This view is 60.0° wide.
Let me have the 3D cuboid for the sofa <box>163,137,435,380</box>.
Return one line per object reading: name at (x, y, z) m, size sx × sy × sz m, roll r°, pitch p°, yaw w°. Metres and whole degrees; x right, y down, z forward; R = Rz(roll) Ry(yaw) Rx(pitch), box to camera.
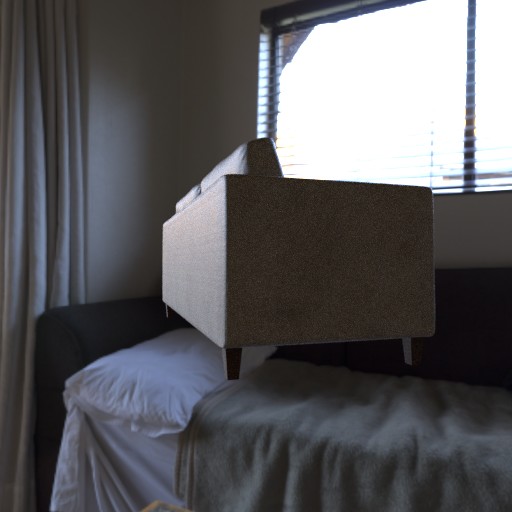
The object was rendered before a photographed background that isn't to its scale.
sofa at (0.000, 0.000, 2.764) m, size 0.951 × 0.965 × 2.208 m, roll 0°, pitch -1°, yaw -18°
